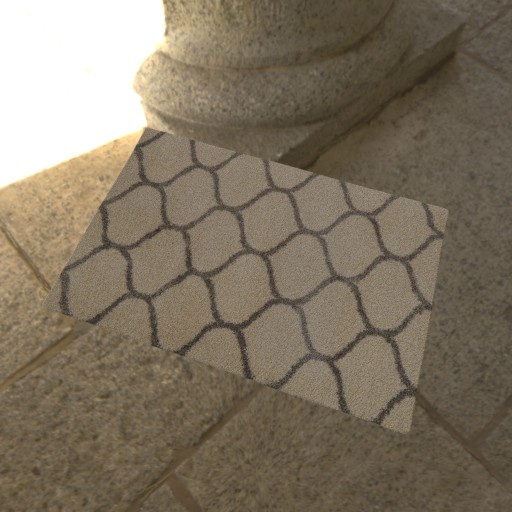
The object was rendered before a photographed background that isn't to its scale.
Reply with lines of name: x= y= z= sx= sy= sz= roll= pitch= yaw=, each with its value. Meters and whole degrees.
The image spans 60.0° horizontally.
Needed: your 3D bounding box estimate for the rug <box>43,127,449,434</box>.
rug: x=0.000 y=0.000 z=3.418 sx=2.701 sy=0.026 sz=1.801 roll=17 pitch=65 yaw=8
